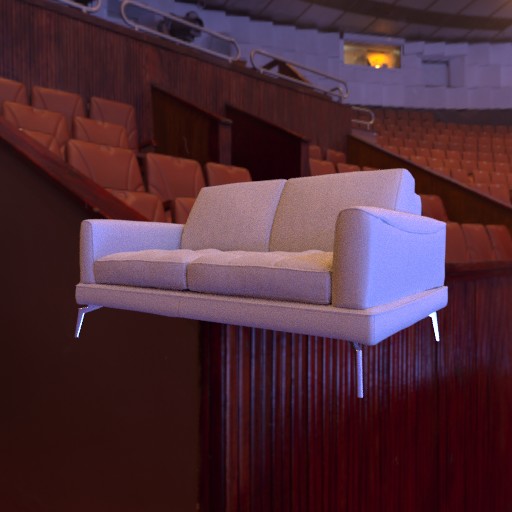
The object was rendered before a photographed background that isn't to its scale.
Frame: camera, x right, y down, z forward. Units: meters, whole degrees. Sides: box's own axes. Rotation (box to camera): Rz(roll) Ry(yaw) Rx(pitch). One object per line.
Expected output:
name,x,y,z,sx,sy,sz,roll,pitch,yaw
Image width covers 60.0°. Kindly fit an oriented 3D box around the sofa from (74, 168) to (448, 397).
sofa,0.000,0.000,2.446,1.819,0.930,1.121,1,2,36
